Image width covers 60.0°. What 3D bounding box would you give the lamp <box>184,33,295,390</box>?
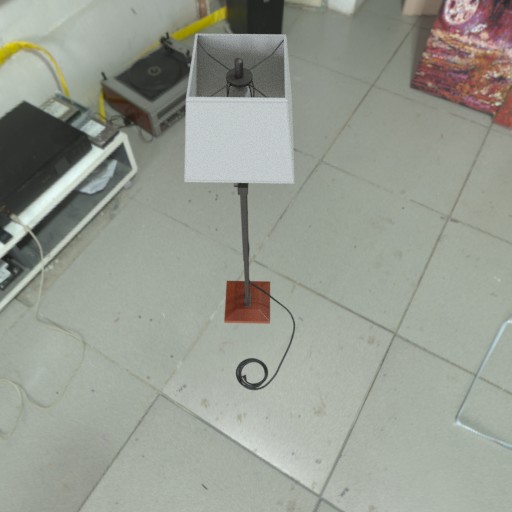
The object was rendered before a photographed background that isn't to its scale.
[{"bbox_3d":[0.000,0.000,1.947,0.472,1.712,0.745,1,59,1],"label":"lamp"}]
